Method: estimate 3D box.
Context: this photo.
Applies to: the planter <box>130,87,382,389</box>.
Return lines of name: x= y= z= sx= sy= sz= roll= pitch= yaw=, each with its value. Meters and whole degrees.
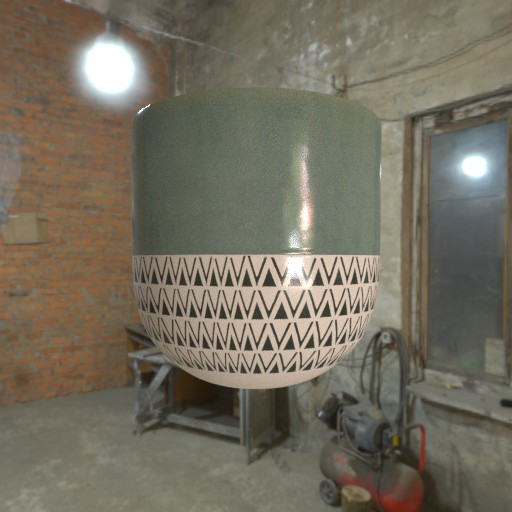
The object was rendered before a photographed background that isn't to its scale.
planter: x=0.000 y=0.000 z=0.487 sx=0.266 sy=0.270 sz=0.266 roll=0 pitch=0 yaw=0
